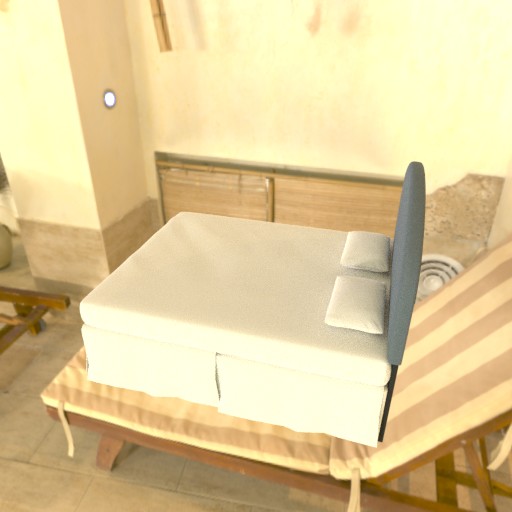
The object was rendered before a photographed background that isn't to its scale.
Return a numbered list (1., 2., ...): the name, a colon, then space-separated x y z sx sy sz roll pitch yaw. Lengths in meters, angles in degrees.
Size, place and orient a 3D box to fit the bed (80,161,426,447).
1. bed: 0.000 0.000 3.098 2.005 1.410 1.607 8 30 15
